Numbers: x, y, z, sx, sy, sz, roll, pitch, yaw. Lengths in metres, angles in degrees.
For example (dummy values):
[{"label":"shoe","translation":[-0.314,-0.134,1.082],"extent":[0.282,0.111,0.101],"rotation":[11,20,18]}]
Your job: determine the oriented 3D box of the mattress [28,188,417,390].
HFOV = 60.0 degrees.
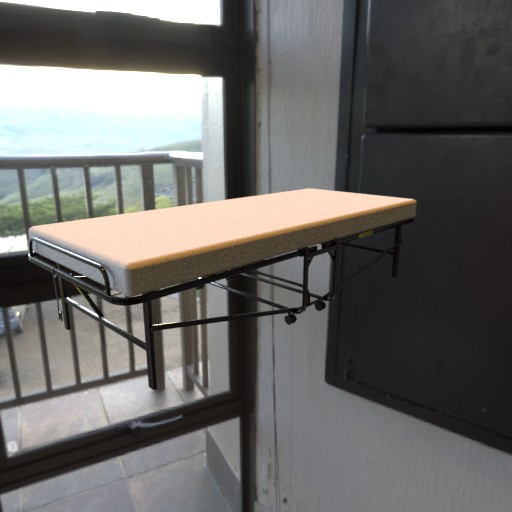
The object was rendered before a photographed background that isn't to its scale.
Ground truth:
[{"label":"mattress","translation":[0.000,0.000,2.505],"extent":[0.922,0.519,2.153],"rotation":[15,21,42]}]
